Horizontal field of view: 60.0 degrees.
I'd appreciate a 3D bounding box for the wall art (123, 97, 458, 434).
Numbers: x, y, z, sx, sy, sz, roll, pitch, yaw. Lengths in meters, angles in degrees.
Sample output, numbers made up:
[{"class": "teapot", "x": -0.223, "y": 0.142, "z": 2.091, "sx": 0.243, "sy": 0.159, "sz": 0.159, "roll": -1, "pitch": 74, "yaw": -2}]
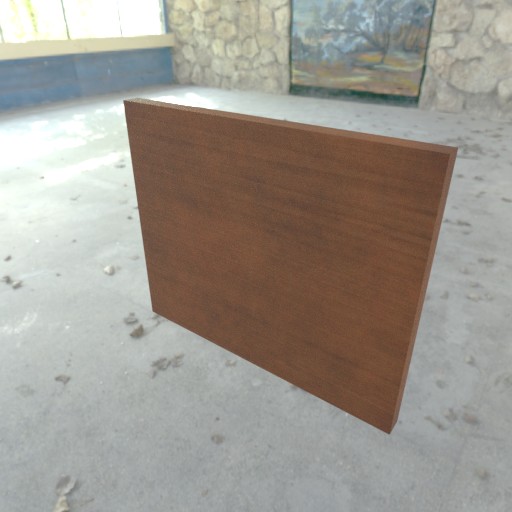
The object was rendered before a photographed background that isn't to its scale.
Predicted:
[{"class": "wall art", "x": 0.000, "y": 0.000, "z": 0.757, "sx": 0.558, "sy": 0.457, "sz": 0.033, "roll": 20, "pitch": 35, "yaw": 31}]
